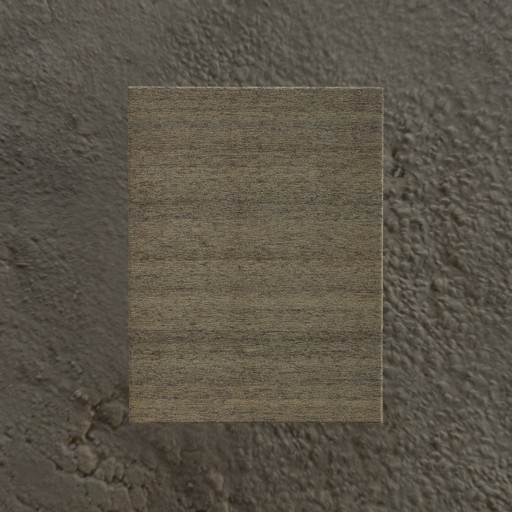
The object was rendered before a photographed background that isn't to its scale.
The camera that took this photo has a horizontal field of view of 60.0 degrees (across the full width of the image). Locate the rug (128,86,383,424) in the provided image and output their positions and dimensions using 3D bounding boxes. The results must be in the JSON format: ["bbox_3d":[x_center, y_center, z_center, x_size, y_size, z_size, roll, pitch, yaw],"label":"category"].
[{"bbox_3d":[0.000,0.000,4.214,2.414,0.036,3.199,0,91,0],"label":"rug"}]
